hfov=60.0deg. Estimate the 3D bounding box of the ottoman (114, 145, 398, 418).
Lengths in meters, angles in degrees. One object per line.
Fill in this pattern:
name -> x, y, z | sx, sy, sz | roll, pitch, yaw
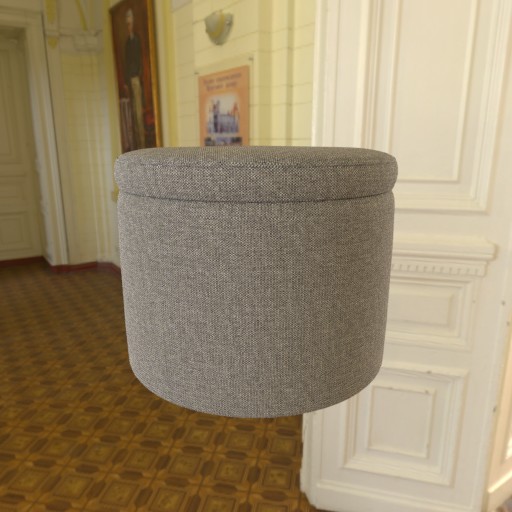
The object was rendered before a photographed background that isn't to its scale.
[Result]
ottoman -> 0.000, 0.000, 0.889 | 0.520, 0.430, 0.520 | 0, 15, 0
